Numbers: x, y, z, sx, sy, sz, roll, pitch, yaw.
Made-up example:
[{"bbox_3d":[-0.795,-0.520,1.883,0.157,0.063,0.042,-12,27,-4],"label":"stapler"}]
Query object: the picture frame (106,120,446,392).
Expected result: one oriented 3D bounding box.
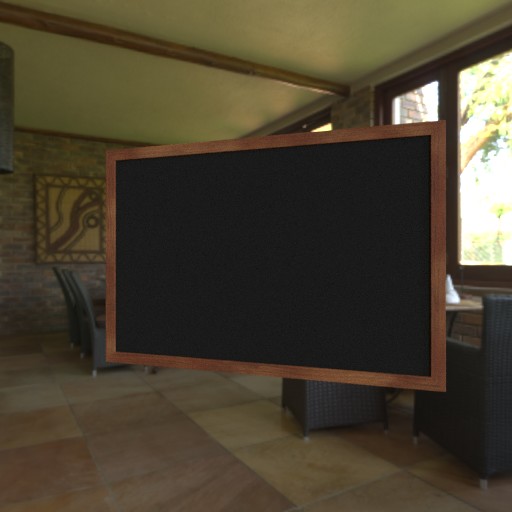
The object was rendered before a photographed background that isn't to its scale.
[{"bbox_3d":[0.000,0.000,1.207,0.950,0.640,0.029,0,0,19],"label":"picture frame"}]
